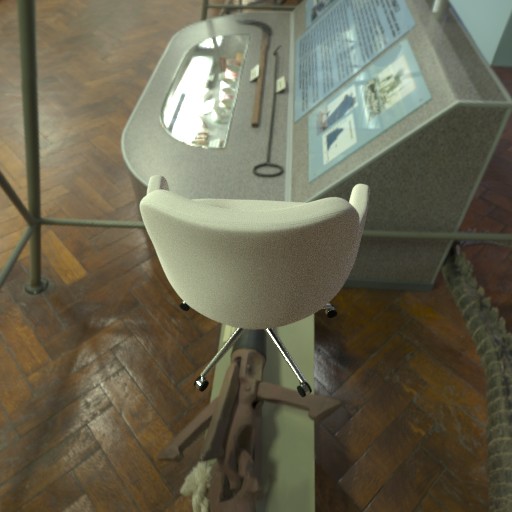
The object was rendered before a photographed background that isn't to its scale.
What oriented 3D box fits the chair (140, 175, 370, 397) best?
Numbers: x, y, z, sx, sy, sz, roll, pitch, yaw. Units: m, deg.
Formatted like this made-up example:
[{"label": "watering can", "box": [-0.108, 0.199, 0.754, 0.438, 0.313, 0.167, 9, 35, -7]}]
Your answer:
[{"label": "chair", "box": [0.000, 0.000, 1.256, 0.602, 0.819, 0.647, 3, 46, 3]}]
